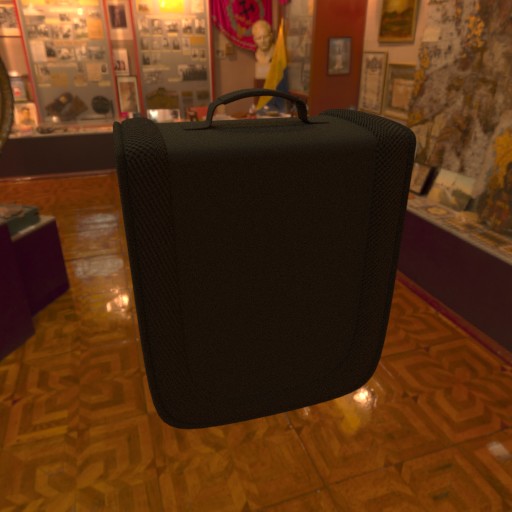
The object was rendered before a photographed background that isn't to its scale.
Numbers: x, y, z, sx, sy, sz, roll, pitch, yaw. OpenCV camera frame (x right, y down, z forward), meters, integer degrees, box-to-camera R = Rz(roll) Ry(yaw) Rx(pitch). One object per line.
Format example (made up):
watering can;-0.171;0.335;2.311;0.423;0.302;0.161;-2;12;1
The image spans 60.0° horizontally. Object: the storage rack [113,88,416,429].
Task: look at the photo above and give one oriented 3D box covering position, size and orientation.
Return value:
storage rack;0.000;0.000;0.547;0.297;0.387;0.168;-7;27;-15
